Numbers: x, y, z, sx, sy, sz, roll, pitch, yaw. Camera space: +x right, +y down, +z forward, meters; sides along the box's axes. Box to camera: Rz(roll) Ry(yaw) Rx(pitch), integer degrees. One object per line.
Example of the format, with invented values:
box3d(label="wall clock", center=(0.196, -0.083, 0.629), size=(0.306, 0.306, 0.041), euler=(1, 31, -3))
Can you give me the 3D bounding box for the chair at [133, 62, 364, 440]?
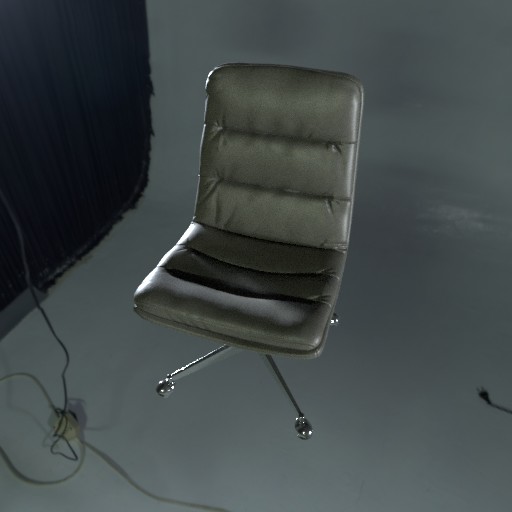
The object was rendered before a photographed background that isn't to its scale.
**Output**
box3d(label="chair", center=(0.000, 0.000, 1.040), size=(0.422, 0.738, 0.485), euler=(12, 42, 13))
